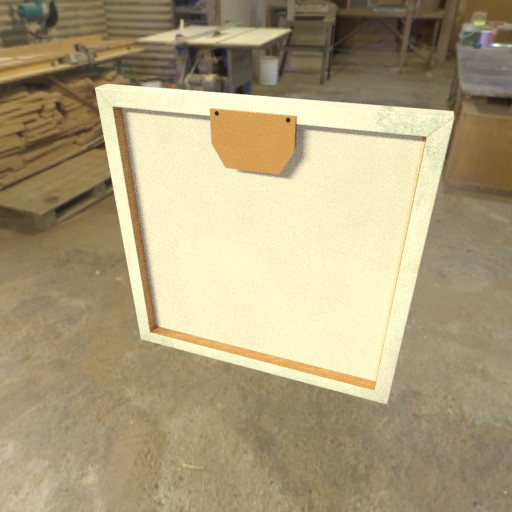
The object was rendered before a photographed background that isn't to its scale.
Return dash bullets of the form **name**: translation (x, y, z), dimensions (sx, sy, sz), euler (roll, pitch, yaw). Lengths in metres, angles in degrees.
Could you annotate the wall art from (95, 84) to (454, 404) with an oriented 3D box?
- **wall art**: translation (0.000, 0.000, 0.883), dimensions (0.605, 0.605, 0.044), euler (11, 34, 16)
